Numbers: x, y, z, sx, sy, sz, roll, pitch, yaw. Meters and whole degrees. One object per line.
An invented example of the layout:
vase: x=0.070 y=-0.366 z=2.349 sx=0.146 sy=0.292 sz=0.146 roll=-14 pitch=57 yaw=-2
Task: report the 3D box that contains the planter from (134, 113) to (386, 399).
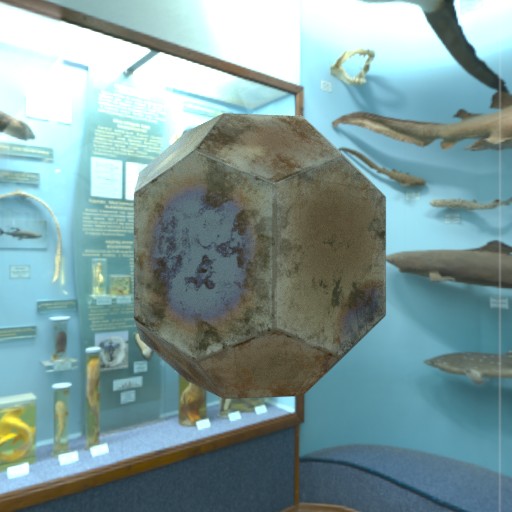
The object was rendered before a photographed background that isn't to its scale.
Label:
planter: x=0.000 y=0.000 z=0.429 sx=0.243 sy=0.238 sz=0.221 roll=0 pitch=0 yaw=-36
